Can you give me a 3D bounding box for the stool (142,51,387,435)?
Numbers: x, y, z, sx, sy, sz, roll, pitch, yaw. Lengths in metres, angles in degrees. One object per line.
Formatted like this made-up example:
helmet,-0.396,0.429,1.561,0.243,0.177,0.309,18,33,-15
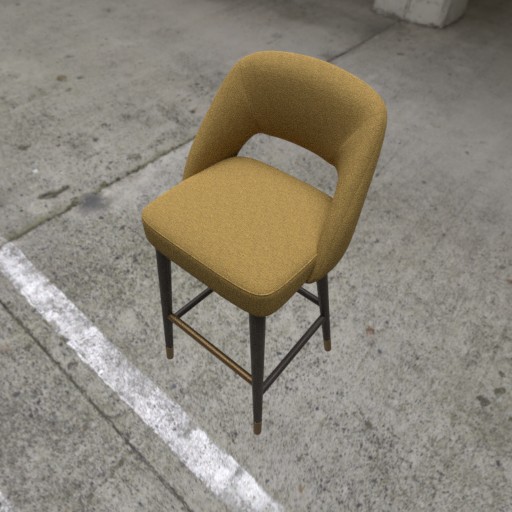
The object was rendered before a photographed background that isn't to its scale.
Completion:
stool,0.000,0.000,1.349,0.536,1.032,0.522,32,55,26
